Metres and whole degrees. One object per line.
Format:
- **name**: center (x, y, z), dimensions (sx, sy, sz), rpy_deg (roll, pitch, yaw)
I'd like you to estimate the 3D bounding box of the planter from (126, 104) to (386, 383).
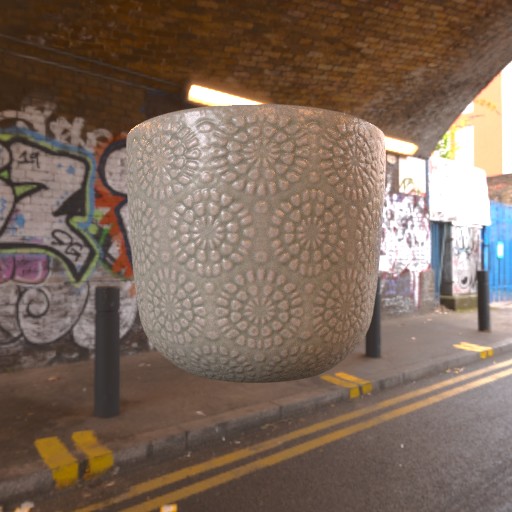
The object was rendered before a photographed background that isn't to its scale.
- **planter**: center (0.000, 0.000, 0.220), dimensions (0.124, 0.109, 0.124), rpy_deg (0, -1, 0)
